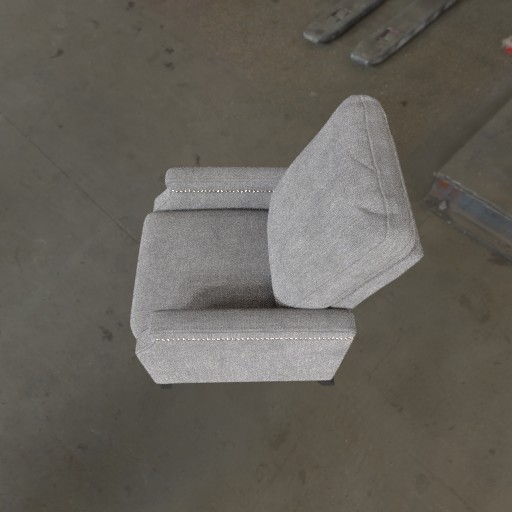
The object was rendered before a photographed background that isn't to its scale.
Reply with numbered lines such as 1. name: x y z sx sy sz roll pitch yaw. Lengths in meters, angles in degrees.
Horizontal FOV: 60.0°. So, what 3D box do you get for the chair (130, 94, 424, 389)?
1. chair: 0.000 0.000 1.657 0.922 1.049 0.710 -1 58 -1
